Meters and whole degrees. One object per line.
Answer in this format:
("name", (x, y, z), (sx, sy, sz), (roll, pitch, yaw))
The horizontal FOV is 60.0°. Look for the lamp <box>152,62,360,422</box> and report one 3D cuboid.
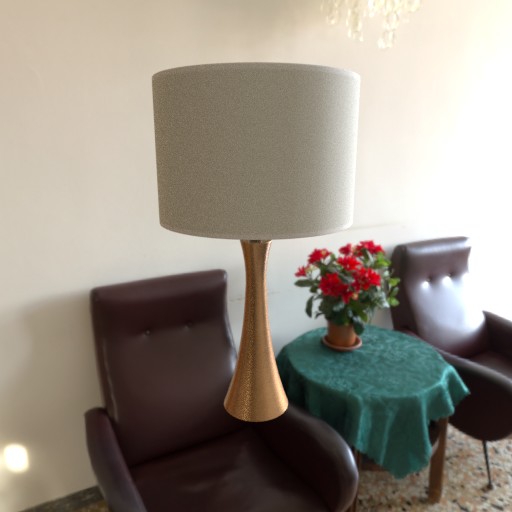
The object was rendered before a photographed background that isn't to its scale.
("lamp", (0.000, 0.000, 0.643), (0.268, 0.479, 0.268), (7, 16, 25))
